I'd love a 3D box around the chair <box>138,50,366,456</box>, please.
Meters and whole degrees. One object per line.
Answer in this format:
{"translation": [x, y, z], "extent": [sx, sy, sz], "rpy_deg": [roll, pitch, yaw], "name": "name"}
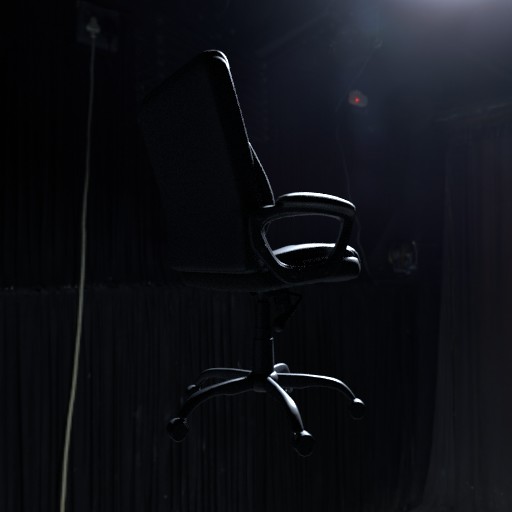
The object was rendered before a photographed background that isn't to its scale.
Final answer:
{"translation": [0.000, 0.000, 1.458], "extent": [0.655, 1.072, 0.615], "rpy_deg": [1, -1, -36], "name": "chair"}
